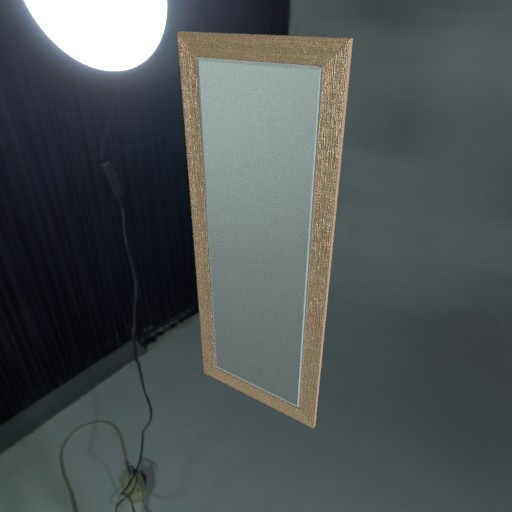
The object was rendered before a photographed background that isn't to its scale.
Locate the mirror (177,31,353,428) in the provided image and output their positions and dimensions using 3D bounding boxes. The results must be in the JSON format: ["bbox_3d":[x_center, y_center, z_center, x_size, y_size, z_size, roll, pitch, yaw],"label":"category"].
[{"bbox_3d":[0.000,0.000,2.269,0.812,2.031,0.026,18,34,29],"label":"mirror"}]
